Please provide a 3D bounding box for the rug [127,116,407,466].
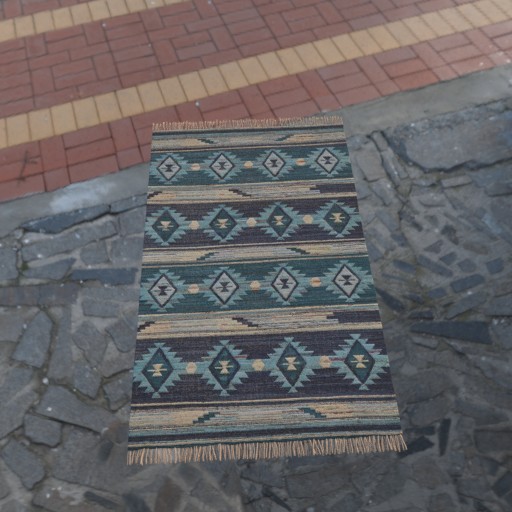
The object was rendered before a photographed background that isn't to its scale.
[{"bbox_3d":[0.000,0.000,2.307,1.181,0.028,1.936,-2,62,-1],"label":"rug"}]
